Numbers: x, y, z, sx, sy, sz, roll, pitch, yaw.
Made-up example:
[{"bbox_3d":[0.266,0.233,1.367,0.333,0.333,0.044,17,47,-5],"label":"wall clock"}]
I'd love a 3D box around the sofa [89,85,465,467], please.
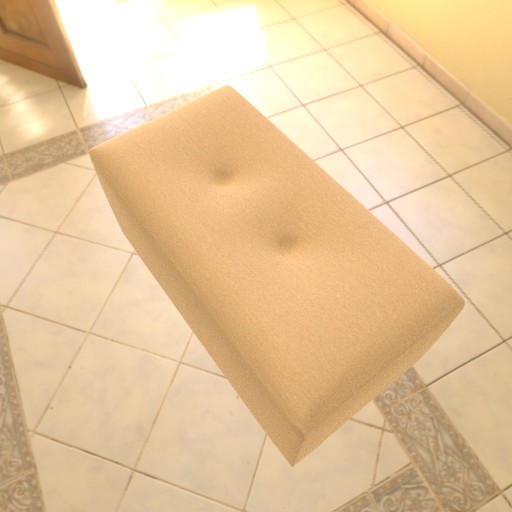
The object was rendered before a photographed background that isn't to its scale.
[{"bbox_3d":[0.000,0.000,1.220,0.480,0.470,0.930,-32,64,-18],"label":"sofa"}]
